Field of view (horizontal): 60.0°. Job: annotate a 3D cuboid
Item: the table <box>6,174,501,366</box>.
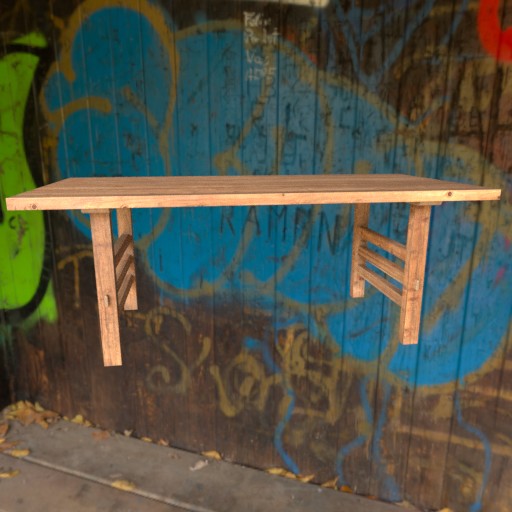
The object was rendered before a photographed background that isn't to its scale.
[{"bbox_3d":[0.000,0.000,2.320,2.003,0.760,0.952,-2,15,-9],"label":"table"}]
